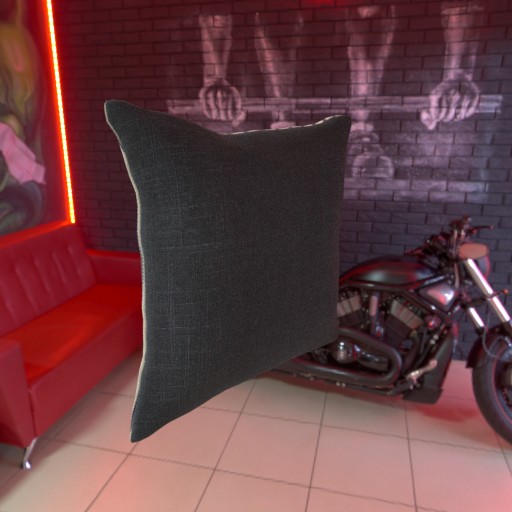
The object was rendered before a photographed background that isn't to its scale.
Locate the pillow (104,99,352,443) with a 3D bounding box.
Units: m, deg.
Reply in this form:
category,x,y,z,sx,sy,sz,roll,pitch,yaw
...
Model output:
category,x,y,z,sx,sy,sz,roll,pitch,yaw
pillow,0.000,0.000,0.700,0.468,0.444,0.138,-14,21,-42
